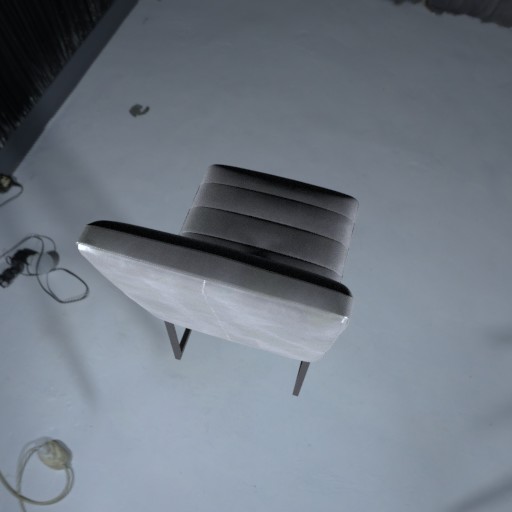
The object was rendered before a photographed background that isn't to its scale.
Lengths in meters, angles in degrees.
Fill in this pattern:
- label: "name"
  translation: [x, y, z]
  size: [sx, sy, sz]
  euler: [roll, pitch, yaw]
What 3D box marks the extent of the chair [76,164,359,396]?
- label: "chair"
  translation: [0.000, 0.000, 1.295]
  size: [0.520, 0.930, 0.634]
  euler: [15, 63, 8]
